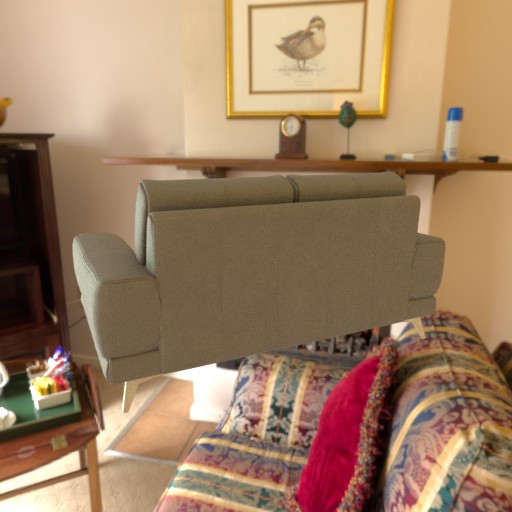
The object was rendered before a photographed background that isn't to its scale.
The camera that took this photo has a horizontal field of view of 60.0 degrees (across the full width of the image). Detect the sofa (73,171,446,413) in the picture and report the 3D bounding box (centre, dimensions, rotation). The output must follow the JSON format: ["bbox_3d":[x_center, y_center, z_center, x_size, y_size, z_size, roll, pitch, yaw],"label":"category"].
[{"bbox_3d":[0.000,0.000,2.413,1.806,0.907,1.018,-7,16,-25],"label":"sofa"}]
